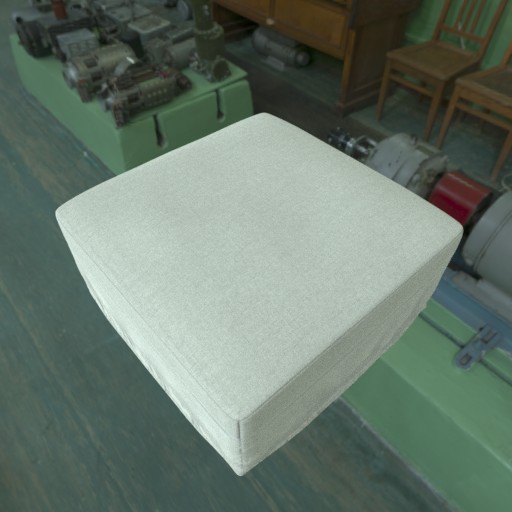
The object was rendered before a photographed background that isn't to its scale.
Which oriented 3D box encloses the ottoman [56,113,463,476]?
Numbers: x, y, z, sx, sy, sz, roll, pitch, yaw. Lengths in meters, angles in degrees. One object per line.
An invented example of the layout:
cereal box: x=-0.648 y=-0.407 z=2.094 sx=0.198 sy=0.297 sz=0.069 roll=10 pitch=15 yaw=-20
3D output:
ottoman: x=0.000 y=0.000 z=1.345 sx=0.840 sy=0.436 sz=0.843 roll=-33 pitch=55 yaw=-27
